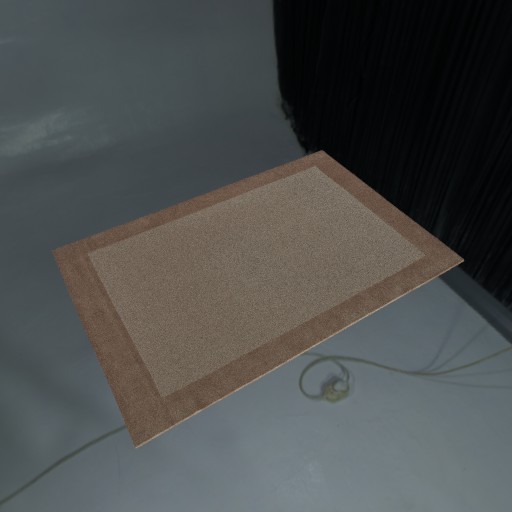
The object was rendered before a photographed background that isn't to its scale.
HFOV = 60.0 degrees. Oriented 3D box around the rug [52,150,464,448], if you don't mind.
[{"bbox_3d":[0.000,0.000,2.357,1.829,0.014,1.219,-24,51,-21],"label":"rug"}]
